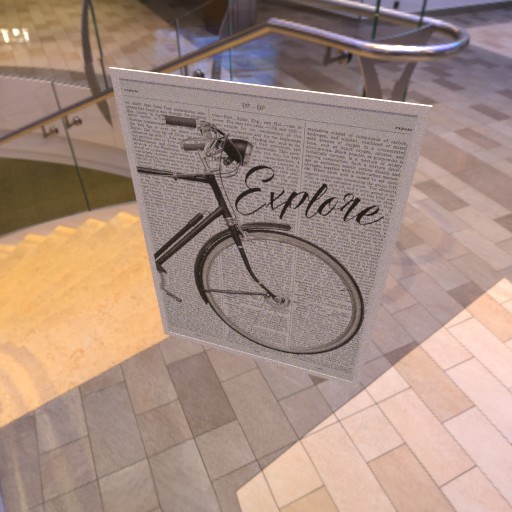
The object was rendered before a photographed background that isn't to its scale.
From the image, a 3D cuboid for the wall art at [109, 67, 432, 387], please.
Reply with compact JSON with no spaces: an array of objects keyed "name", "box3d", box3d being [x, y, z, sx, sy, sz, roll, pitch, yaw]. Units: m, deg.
[{"name":"wall art","box3d":[0.000,0.000,0.799,0.457,0.610,0.003,12,42,14]}]
